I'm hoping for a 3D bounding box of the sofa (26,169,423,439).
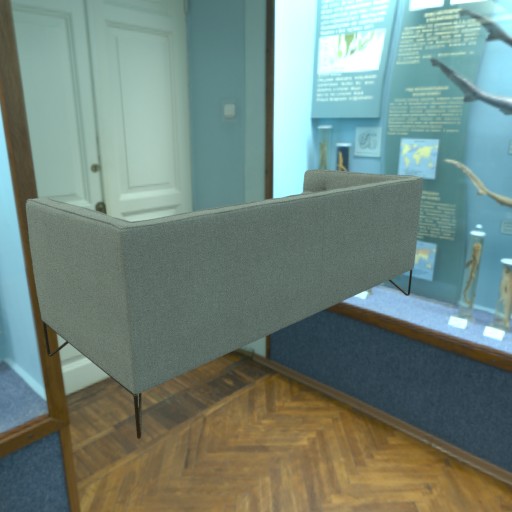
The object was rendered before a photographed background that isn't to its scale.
[{"bbox_3d":[0.000,0.000,2.477,2.079,0.798,0.912,-15,22,-42],"label":"sofa"}]
